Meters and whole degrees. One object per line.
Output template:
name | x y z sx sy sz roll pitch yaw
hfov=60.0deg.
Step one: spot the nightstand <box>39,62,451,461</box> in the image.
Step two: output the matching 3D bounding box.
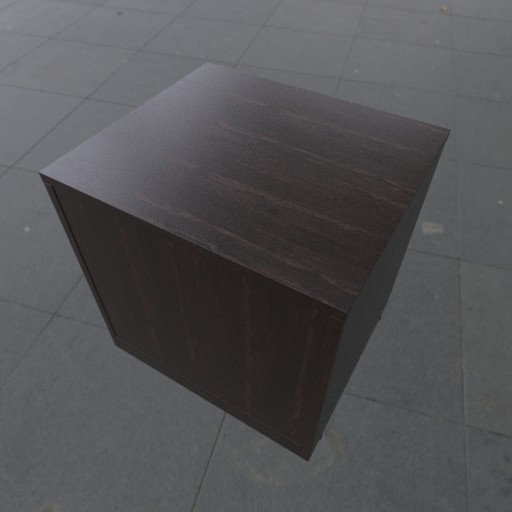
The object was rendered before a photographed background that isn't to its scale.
nightstand | 0.000 0.000 0.866 0.489 0.487 0.427 24 52 20
